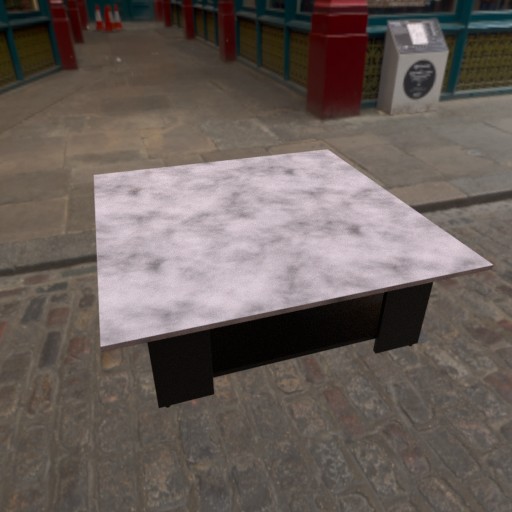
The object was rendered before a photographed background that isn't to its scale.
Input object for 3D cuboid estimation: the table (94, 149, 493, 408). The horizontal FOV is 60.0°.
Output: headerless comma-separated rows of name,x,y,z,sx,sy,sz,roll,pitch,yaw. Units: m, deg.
table,0.000,0.000,1.369,0.890,0.305,0.890,-10,33,-15
